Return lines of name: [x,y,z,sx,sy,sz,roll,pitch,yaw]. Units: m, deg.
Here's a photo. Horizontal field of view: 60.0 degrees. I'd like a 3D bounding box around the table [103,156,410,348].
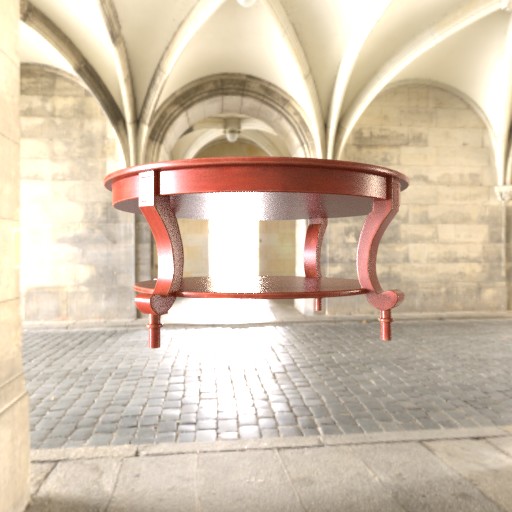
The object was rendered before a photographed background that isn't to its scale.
table: [0.000,0.000,1.571,1.029,0.486,1.029,0,0,0]
